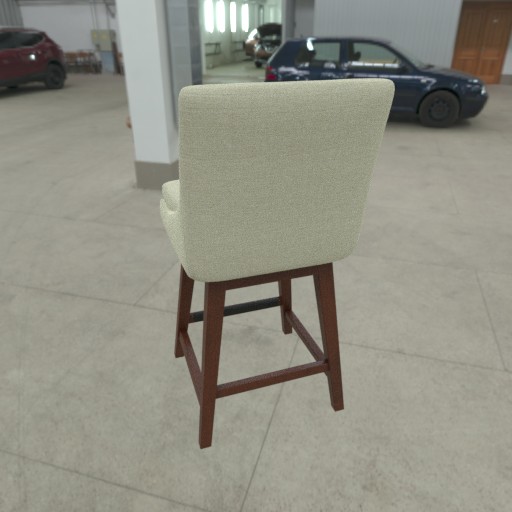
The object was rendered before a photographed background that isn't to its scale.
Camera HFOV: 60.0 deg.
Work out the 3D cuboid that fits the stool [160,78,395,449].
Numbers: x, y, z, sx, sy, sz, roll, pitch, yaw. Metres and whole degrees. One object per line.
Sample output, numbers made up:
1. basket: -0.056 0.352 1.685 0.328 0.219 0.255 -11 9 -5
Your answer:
1. stool: 0.000 0.000 1.278 0.469 0.991 0.559 -9 29 -17
